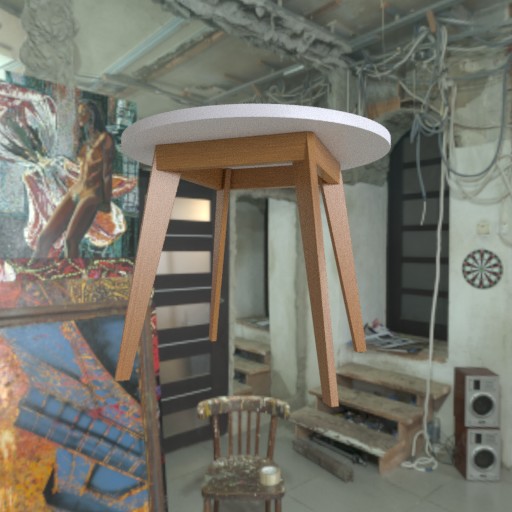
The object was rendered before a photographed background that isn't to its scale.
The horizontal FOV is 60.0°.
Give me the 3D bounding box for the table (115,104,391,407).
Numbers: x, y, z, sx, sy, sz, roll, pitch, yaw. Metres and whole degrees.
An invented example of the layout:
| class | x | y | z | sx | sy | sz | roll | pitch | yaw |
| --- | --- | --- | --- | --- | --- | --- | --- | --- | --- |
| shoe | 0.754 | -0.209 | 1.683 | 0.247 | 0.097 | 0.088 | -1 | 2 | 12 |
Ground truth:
| class | x | y | z | sx | sy | sz | roll | pitch | yaw |
| --- | --- | --- | --- | --- | --- | --- | --- | --- | --- |
| table | 0.000 | 0.000 | 1.546 | 0.896 | 0.762 | 0.896 | 0 | 1 | 0 |
